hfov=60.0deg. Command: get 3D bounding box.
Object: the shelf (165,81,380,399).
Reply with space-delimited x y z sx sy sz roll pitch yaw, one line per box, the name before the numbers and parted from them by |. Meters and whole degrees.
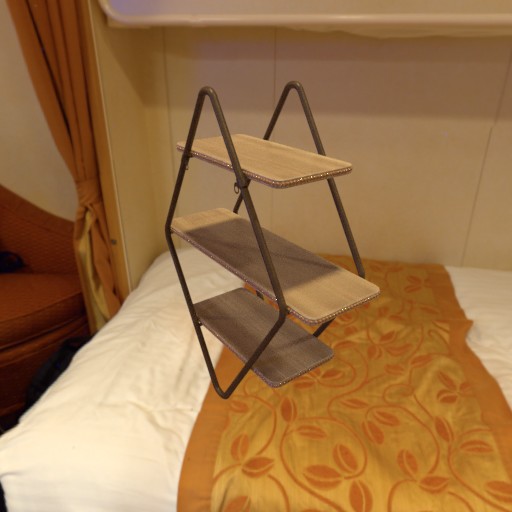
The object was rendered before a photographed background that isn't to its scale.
shelf | 0.000 0.000 1.064 0.234 0.774 0.609 -18 31 -32
